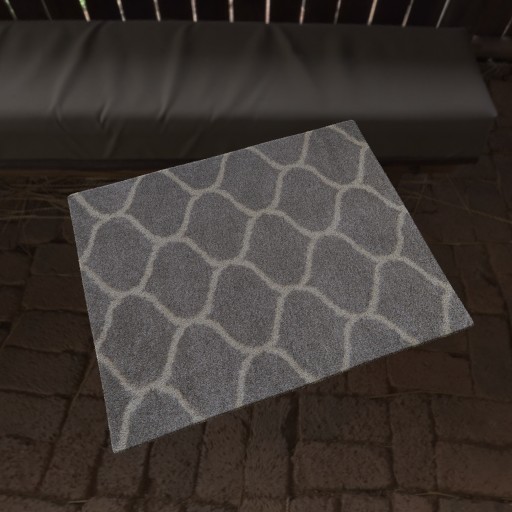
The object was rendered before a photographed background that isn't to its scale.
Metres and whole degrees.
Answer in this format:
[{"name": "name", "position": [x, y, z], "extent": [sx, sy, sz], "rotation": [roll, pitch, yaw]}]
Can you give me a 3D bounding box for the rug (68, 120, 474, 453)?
[{"name": "rug", "position": [0.000, 0.000, 3.949], "extent": [3.000, 0.026, 2.399], "rotation": [-17, 64, -9]}]
